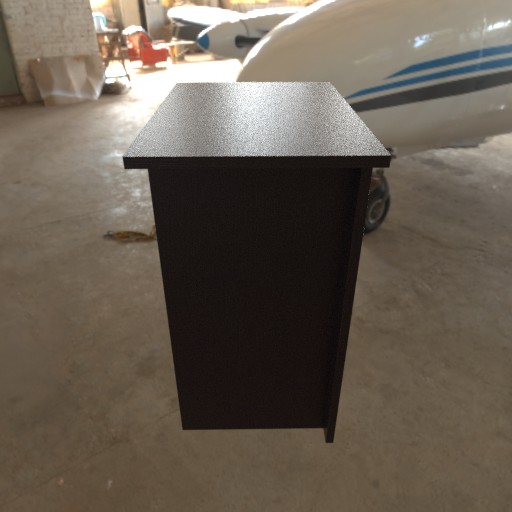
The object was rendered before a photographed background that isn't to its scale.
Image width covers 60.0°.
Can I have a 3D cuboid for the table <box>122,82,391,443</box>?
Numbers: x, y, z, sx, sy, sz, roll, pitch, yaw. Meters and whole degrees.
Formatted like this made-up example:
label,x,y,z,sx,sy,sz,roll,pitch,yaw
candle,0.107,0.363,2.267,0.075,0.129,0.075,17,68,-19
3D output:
label,x,y,z,sx,sy,sz,roll,pitch,yaw
table,0.000,0.000,1.100,0.408,0.711,0.589,0,31,-1
